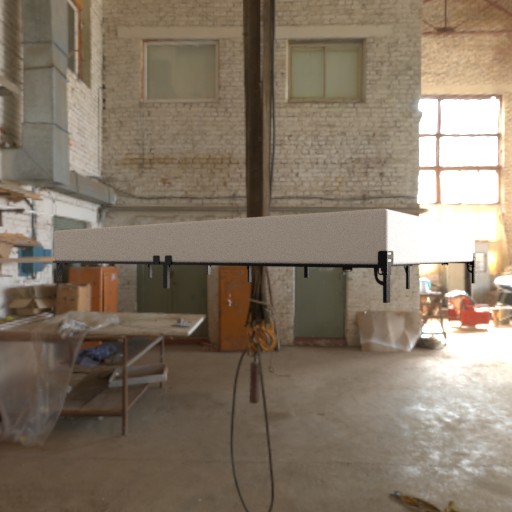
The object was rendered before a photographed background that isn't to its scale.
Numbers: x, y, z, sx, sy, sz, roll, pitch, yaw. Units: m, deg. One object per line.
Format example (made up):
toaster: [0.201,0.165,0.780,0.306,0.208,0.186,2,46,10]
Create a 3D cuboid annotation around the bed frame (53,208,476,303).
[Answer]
bed frame: [0.000,0.000,3.714,2.987,0.440,1.930,0,0,37]
